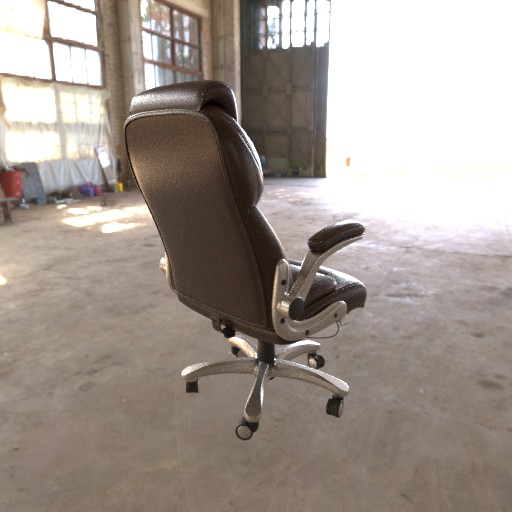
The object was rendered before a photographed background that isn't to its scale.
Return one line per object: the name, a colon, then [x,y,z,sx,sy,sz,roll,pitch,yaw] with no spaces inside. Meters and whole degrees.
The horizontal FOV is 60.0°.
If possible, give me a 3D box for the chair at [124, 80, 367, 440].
chair: [0.000,0.000,1.660,0.774,1.160,0.733,-13,19,-42]
